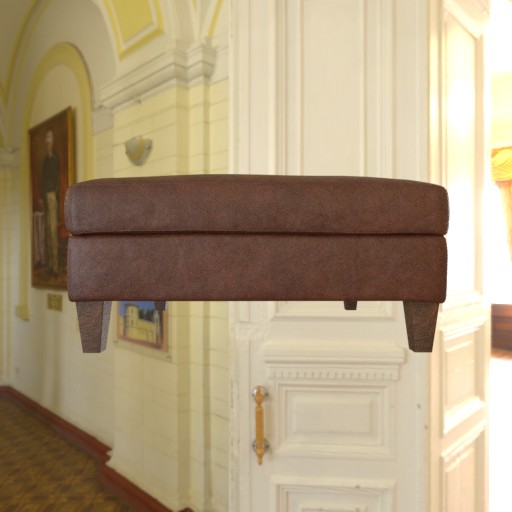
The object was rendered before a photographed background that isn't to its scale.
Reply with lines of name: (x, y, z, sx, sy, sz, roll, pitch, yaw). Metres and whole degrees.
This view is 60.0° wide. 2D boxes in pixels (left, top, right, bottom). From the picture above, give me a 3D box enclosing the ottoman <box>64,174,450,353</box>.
ottoman: (0.000, 0.000, 1.333, 0.844, 0.415, 0.836, 0, 0, 0)
